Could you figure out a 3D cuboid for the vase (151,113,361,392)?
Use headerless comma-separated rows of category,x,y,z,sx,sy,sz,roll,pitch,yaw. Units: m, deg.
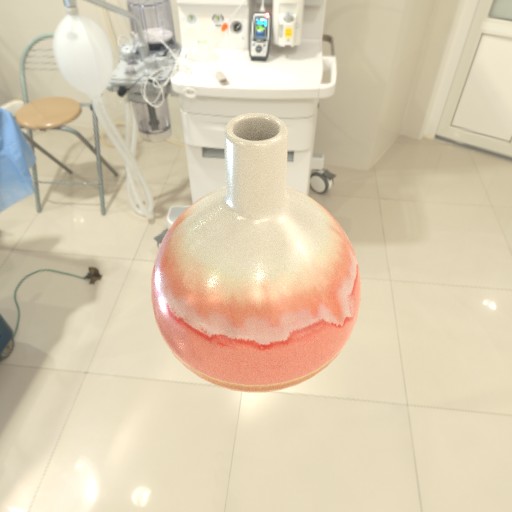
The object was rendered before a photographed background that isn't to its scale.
vase,0.000,0.000,0.274,0.137,0.176,0.137,0,46,0
